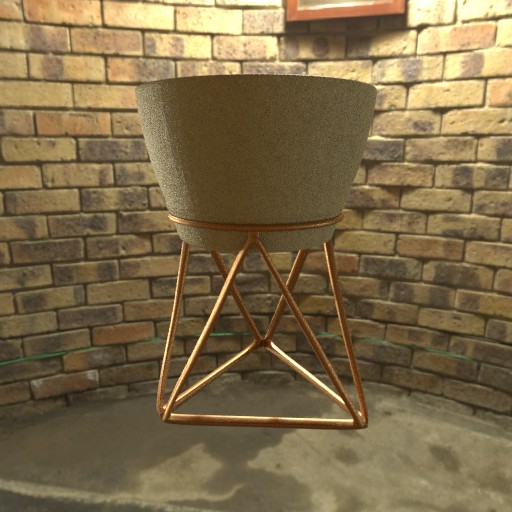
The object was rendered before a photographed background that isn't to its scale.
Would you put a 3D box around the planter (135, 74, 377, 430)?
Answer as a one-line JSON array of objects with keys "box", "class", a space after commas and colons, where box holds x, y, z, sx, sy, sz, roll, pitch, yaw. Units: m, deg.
[{"box": [0.000, 0.000, 0.722, 0.350, 0.504, 0.350, -7, 16, -27], "class": "planter"}]
